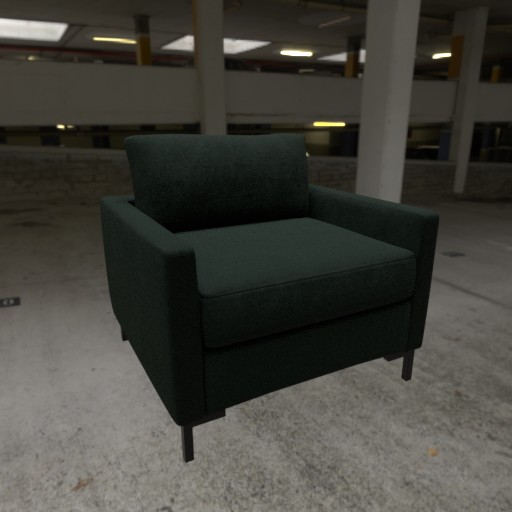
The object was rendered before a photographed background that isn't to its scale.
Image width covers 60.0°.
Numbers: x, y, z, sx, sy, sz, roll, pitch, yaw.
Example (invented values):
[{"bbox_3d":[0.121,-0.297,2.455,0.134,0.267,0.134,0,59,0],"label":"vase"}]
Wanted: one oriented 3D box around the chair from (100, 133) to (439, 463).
[{"bbox_3d":[0.000,0.000,1.642,0.963,0.861,0.866,-9,20,-27],"label":"chair"}]
